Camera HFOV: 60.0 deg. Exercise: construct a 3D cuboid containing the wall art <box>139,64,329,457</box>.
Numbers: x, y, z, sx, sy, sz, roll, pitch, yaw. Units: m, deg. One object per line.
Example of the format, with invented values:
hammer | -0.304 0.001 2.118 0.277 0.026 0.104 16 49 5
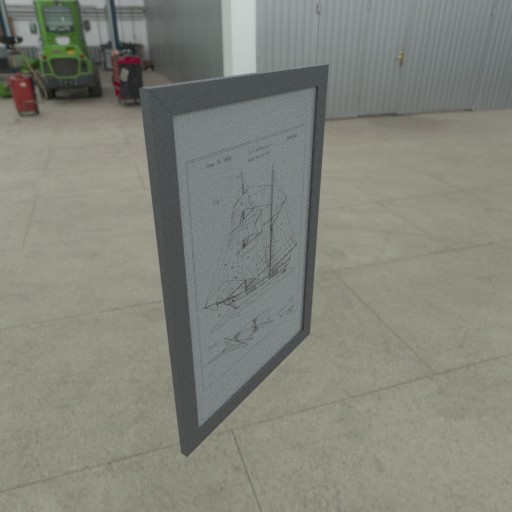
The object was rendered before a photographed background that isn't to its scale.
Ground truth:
wall art | 0.000 0.000 0.697 0.013 0.534 0.380 18 33 31
